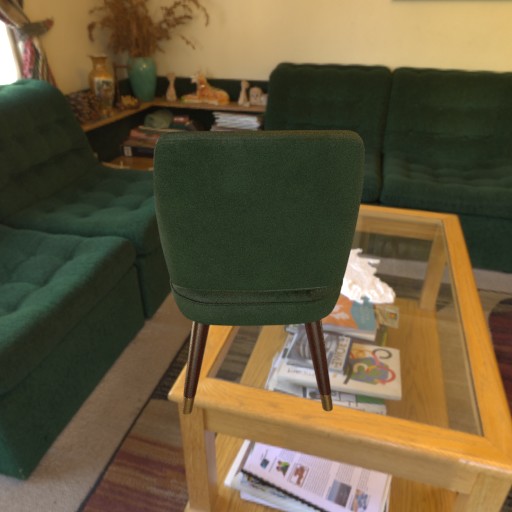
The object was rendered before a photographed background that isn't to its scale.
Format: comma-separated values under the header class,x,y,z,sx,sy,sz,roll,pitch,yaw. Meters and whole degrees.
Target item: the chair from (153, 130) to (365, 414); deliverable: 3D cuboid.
class,x,y,z,sx,sy,sz,roll,pitch,yaw
chair,0.000,0.000,1.599,0.683,1.081,0.794,-1,30,-1
